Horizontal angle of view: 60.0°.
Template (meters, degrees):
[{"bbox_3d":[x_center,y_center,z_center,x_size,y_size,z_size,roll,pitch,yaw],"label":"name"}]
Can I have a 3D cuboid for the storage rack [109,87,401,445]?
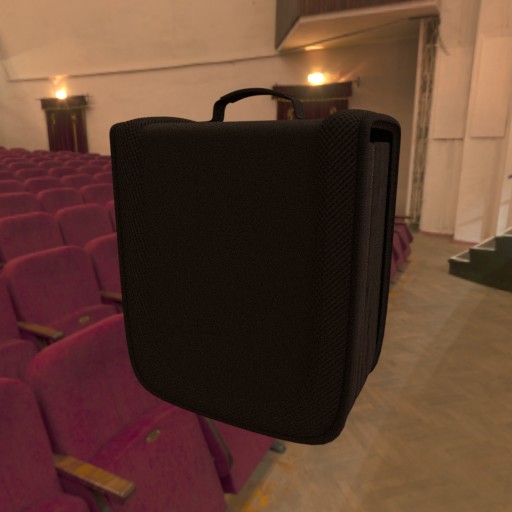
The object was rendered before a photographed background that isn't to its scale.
[{"bbox_3d":[0.000,0.000,0.545,0.297,0.387,0.168,7,16,26],"label":"storage rack"}]
